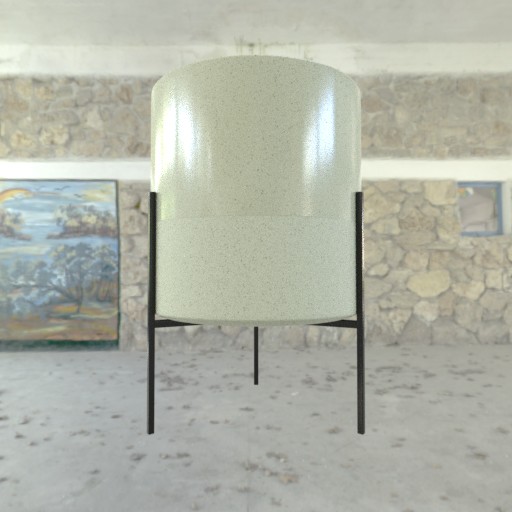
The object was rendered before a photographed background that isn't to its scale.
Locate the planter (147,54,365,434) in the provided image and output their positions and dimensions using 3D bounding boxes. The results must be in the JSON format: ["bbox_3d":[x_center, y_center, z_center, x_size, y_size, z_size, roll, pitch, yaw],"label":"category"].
[{"bbox_3d":[0.000,0.000,0.680,0.314,0.475,0.323,0,-2,0],"label":"planter"}]
